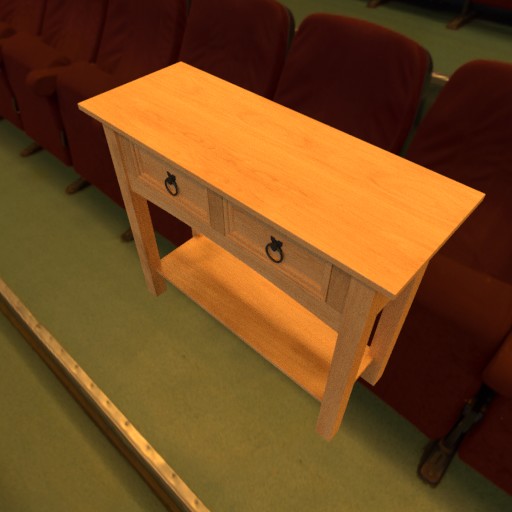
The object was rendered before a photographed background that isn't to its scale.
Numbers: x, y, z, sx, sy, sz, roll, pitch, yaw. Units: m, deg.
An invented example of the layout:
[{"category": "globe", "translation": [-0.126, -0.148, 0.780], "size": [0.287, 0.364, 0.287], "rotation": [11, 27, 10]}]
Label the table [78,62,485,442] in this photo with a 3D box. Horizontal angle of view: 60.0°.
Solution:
[{"category": "table", "translation": [0.000, 0.000, 1.246], "size": [0.900, 0.728, 0.340], "rotation": [34, 55, 28]}]
